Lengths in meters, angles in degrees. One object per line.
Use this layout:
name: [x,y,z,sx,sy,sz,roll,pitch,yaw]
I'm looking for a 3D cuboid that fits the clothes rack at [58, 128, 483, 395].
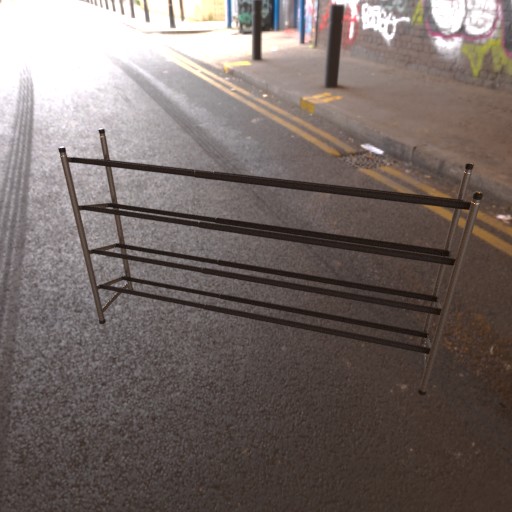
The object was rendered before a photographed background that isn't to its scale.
clothes rack: [0.000,0.000,1.431,1.168,0.672,0.229,9,33,14]
